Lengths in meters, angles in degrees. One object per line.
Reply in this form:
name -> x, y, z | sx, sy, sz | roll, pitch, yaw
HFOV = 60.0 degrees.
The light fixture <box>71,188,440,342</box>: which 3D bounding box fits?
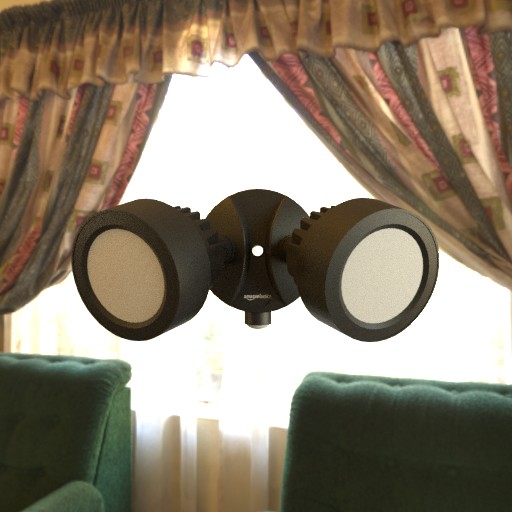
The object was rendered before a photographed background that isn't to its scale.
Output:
light fixture -> 0.000, 0.000, 0.308 | 0.213, 0.120, 0.168 | 0, -1, 1
